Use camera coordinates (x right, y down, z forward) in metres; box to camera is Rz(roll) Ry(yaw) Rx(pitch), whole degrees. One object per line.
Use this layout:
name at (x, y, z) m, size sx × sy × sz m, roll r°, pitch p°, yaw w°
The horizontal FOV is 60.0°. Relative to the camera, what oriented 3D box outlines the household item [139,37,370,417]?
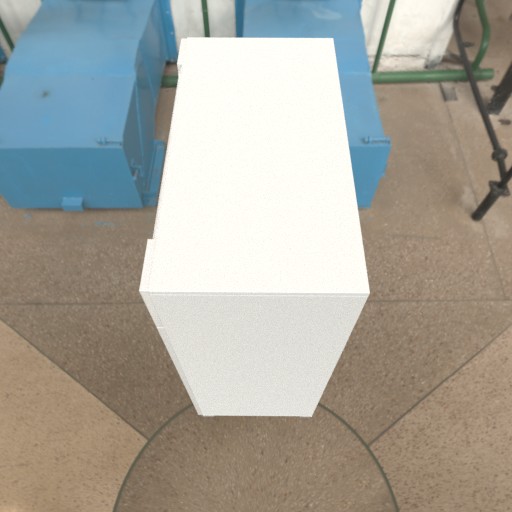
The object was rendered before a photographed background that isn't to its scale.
household item at (0.000, 0.000, 1.442) m, size 0.420 × 1.010 × 0.790 m, roll 0°, pitch 58°, yaw 0°
